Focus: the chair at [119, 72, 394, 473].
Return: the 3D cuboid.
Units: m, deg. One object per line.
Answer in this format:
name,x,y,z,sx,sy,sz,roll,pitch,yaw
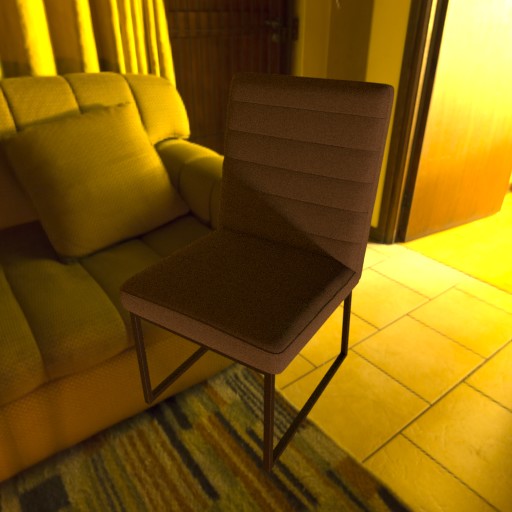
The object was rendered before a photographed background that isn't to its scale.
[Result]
chair,0.000,0.000,1.303,0.520,0.930,0.634,17,33,28
